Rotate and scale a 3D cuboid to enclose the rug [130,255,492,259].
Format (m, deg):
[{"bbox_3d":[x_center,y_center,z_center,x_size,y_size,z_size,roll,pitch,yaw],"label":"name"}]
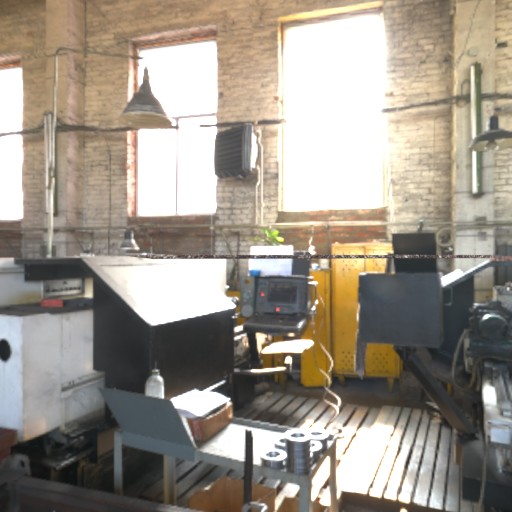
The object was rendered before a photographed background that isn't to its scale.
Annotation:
[{"bbox_3d":[0.000,0.000,2.257,1.186,0.012,1.814,0,0,-18],"label":"rug"}]
